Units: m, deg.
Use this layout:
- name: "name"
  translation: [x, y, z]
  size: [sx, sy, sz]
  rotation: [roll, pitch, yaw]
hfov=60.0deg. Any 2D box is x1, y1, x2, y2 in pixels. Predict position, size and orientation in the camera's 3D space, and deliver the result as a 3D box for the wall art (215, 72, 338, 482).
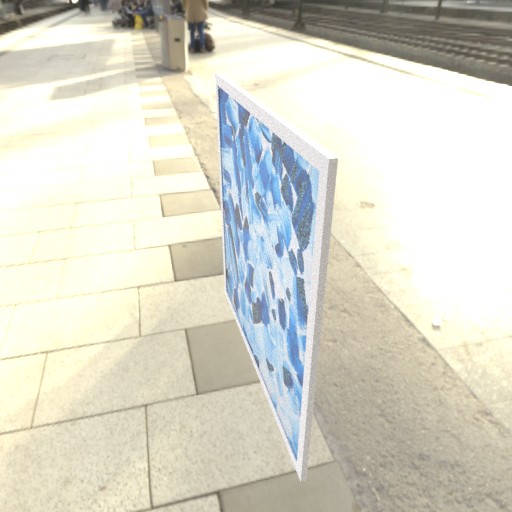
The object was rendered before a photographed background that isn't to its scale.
- name: "wall art"
  translation: [0.000, 0.000, 1.204]
  size: [0.015, 0.812, 0.812]
  rotation: [-9, 32, -14]
